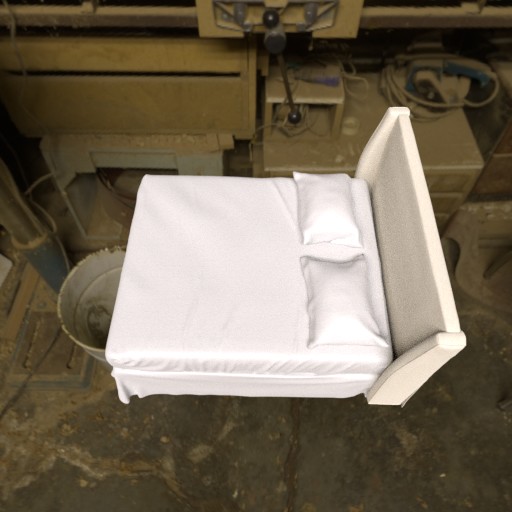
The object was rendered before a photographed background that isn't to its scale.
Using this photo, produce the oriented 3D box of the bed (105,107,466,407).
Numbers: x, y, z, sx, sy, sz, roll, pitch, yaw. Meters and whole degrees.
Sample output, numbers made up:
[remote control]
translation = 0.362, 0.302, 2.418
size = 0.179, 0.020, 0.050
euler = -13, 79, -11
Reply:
[bed]
translation = 0.000, 0.000, 3.382
size = 2.276, 1.332, 1.925
euler = 1, 57, 1
